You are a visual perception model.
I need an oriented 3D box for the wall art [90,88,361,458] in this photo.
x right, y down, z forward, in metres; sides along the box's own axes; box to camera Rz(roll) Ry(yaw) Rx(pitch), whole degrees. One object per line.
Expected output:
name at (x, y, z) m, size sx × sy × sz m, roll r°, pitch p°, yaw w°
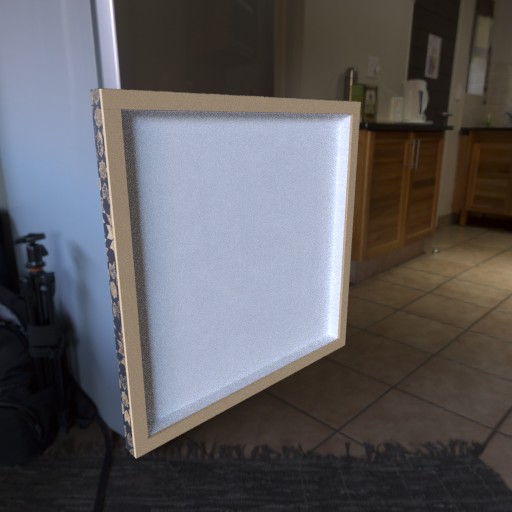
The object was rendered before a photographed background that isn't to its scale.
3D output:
wall art at (0.000, 0.000, 0.903) m, size 0.612 × 0.612 × 0.038 m, roll -15°, pitch 22°, yaw -41°
